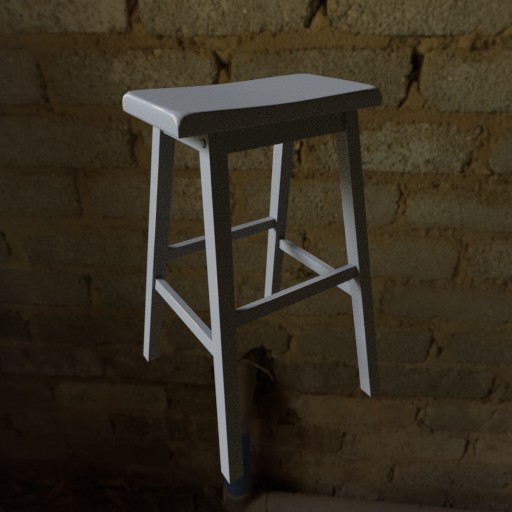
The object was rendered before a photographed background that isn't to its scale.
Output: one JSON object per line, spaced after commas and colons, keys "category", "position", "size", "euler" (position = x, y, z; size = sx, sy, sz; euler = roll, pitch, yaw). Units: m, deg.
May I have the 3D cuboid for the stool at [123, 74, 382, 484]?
{"category": "stool", "position": [0.000, 0.000, 1.032], "size": [0.457, 0.737, 0.476], "euler": [-19, 35, -29]}
